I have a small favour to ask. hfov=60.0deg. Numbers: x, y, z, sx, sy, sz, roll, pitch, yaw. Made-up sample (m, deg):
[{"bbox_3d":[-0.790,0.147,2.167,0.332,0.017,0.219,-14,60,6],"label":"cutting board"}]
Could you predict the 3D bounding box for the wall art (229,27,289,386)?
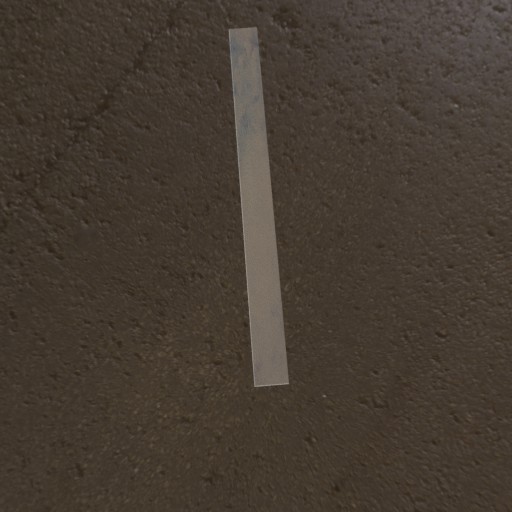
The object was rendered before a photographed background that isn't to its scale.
[{"bbox_3d":[0.000,0.000,1.106,0.048,0.874,0.583,-4,76,-1],"label":"wall art"}]
